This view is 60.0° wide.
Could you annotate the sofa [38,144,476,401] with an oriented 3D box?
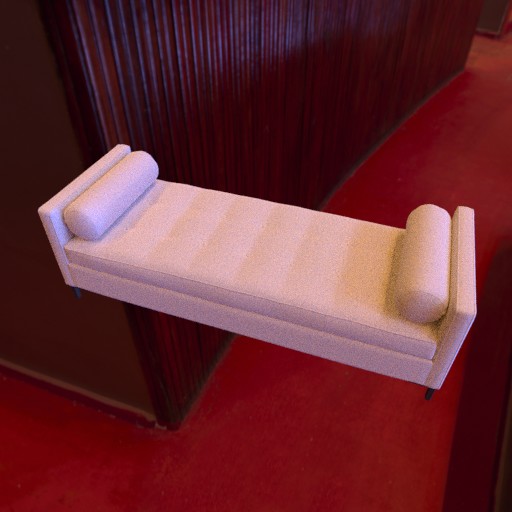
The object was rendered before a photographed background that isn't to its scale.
[{"bbox_3d":[0.000,0.000,2.322,1.985,0.641,0.746,13,43,14],"label":"sofa"}]
